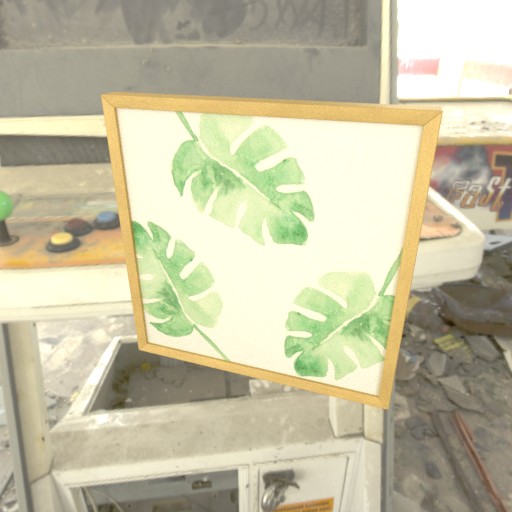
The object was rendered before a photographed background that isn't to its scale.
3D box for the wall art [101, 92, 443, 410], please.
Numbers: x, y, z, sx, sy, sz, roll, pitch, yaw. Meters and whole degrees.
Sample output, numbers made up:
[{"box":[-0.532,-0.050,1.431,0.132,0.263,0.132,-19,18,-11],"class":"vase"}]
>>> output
[{"box":[0.000,0.000,0.759,0.508,0.508,0.038,9,28,17],"class":"wall art"}]
